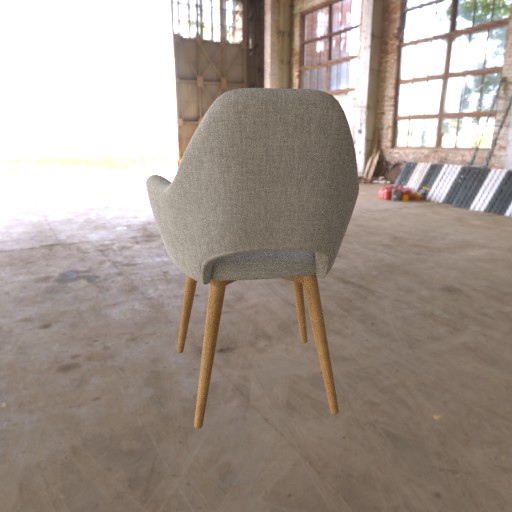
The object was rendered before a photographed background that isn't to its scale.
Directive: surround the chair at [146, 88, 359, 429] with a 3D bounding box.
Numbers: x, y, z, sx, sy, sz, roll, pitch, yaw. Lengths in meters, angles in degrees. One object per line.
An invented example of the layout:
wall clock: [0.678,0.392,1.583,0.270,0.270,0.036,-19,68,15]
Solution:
chair: [0.000,0.000,1.258,0.590,0.840,0.610,-3,15,-9]
